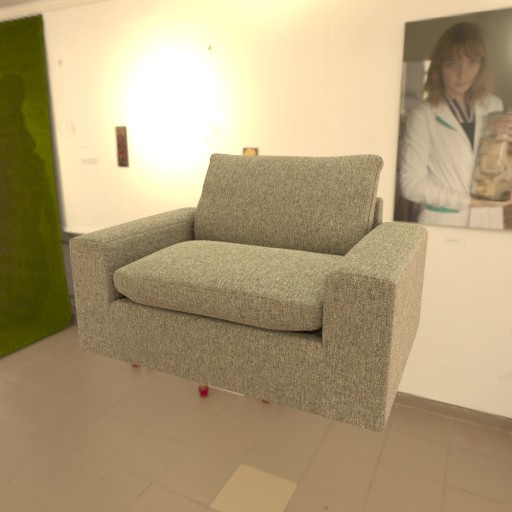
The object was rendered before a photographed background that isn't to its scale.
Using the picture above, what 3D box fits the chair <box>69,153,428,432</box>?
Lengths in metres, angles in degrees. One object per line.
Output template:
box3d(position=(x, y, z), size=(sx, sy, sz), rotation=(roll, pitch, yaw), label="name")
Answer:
box3d(position=(0.000, 0.000, 2.064), size=(1.398, 0.915, 1.039), rotation=(7, 16, 25), label="chair")
